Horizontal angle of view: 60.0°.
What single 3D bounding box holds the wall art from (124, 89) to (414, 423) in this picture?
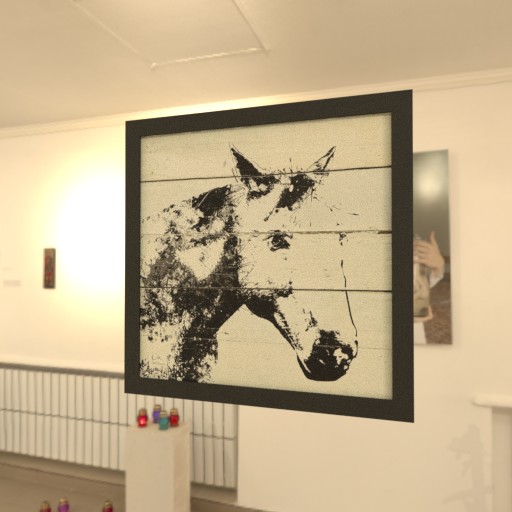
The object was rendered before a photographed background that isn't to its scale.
[{"bbox_3d":[0.000,0.000,1.519,1.016,1.016,0.038,0,-1,18],"label":"wall art"}]
